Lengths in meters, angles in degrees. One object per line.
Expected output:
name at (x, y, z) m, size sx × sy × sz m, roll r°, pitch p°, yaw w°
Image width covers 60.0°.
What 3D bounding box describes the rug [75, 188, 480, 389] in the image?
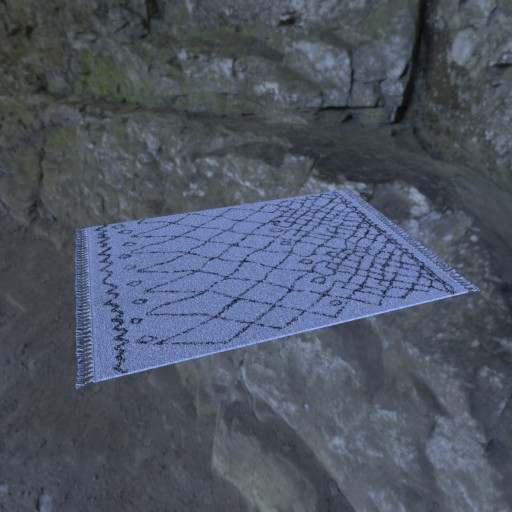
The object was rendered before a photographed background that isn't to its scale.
rug at (0.000, 0.000, 3.004) m, size 2.312 × 0.017 × 1.613 m, roll -10°, pitch 34°, yaw -16°
